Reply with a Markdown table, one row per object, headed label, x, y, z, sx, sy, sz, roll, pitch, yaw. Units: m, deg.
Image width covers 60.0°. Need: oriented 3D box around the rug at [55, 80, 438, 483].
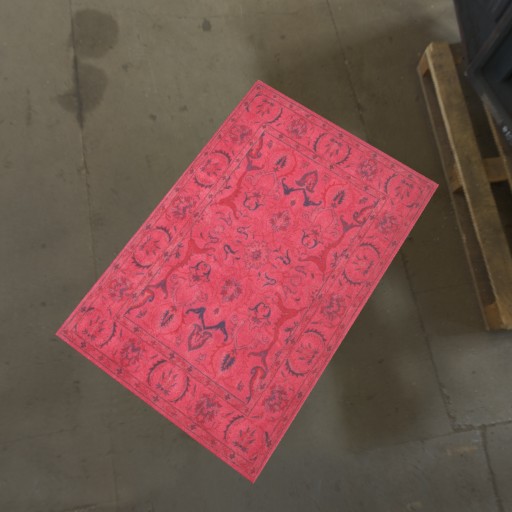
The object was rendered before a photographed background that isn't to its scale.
| label | x | y | z | sx | sy | sz | roll | pitch | yaw |
| --- | --- | --- | --- | --- | --- | --- | --- | --- | --- |
| rug | 0.000 | 0.000 | 2.338 | 1.209 | 0.008 | 1.814 | 33 | 77 | 9 |
